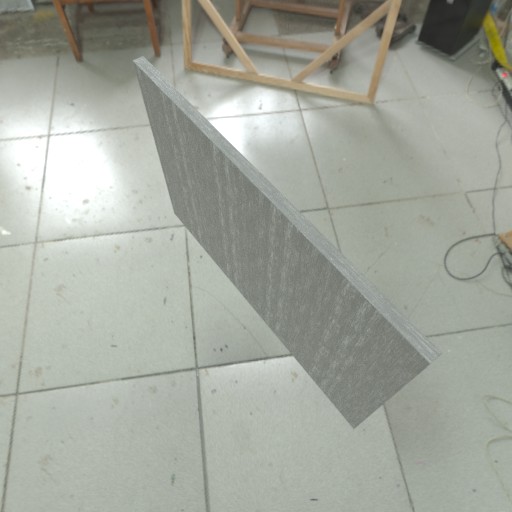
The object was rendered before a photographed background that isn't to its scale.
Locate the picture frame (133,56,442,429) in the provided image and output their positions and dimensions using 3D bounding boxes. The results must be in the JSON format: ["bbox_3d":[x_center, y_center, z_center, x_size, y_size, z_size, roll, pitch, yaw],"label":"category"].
[{"bbox_3d":[0.000,0.000,1.179,0.029,0.640,0.950,-34,65,-18],"label":"picture frame"}]
